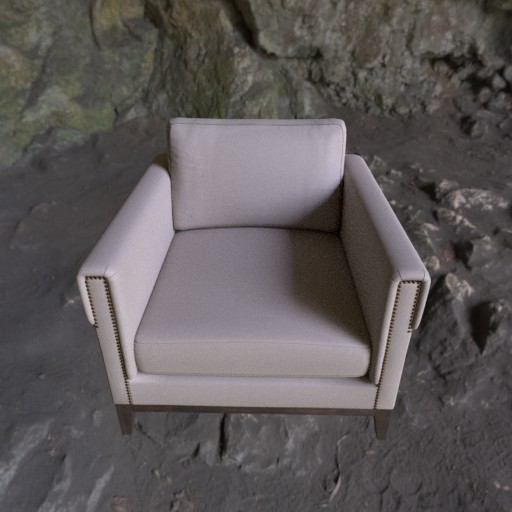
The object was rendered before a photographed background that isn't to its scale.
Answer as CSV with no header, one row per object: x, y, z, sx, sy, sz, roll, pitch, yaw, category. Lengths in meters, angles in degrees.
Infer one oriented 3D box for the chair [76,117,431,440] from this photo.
0.000,0.000,1.638,0.914,0.838,0.959,1,31,1,chair
